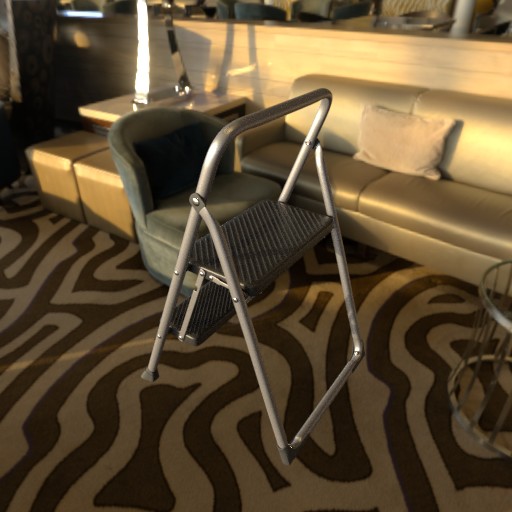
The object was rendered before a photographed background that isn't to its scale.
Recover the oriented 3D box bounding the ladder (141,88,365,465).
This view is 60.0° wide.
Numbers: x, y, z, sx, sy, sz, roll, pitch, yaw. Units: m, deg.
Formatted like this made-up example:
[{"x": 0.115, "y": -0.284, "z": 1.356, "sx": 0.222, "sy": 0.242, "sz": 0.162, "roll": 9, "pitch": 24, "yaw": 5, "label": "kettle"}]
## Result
[{"x": 0.000, "y": 0.000, "z": 1.040, "sx": 0.472, "sy": 0.720, "sz": 0.430, "roll": 21, "pitch": 38, "yaw": 29, "label": "ladder"}]
